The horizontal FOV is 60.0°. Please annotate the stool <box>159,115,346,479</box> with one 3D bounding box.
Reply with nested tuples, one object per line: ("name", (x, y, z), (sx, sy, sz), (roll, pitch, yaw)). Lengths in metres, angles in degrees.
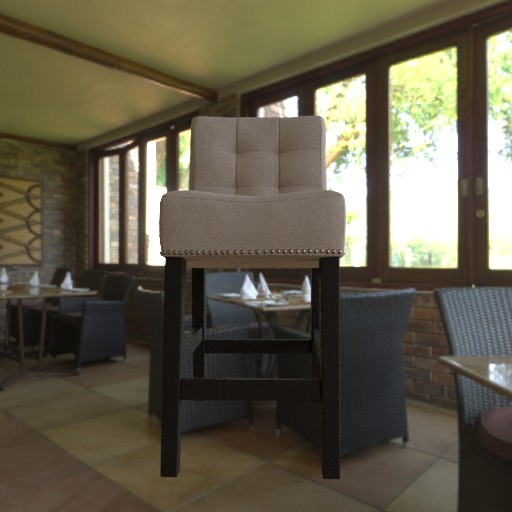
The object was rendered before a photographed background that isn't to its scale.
("stool", (0.000, 0.000, 1.160), (0.427, 0.885, 0.571), (0, 0, 2))
